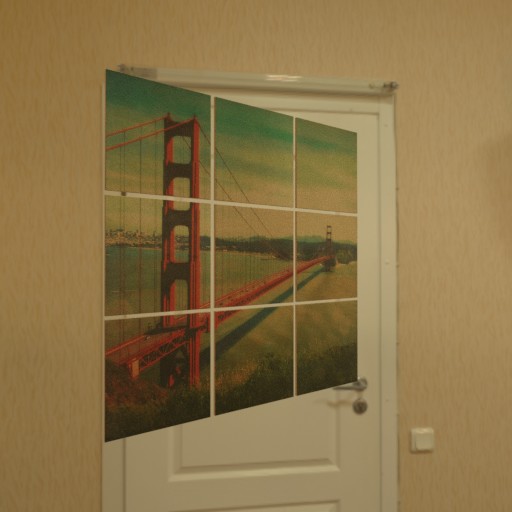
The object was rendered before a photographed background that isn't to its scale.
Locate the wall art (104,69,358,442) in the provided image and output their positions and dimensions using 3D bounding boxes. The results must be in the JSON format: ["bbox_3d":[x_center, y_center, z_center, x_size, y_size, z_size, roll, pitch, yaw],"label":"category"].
[{"bbox_3d":[0.000,0.000,2.242,1.519,1.507,0.014,0,-1,-36],"label":"wall art"}]
